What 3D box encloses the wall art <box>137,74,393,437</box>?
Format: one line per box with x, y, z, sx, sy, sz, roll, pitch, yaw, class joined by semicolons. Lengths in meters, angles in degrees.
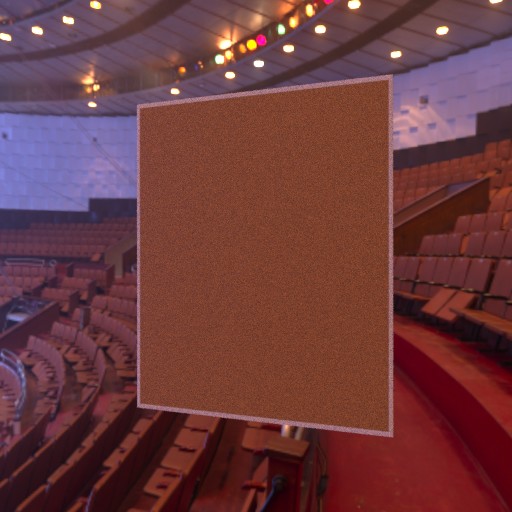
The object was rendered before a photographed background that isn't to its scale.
0.000;0.000;0.750;0.443;0.549;0.030;0;0;18;wall art
